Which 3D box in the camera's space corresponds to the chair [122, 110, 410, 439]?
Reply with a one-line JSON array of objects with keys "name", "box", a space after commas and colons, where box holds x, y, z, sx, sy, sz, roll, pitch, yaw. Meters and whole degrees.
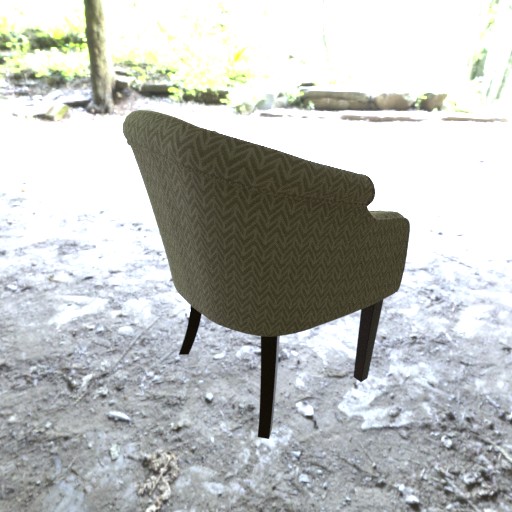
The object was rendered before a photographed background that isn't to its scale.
[{"name": "chair", "box": [0.000, 0.000, 1.303, 0.613, 0.858, 0.686, -20, 33, -33]}]
